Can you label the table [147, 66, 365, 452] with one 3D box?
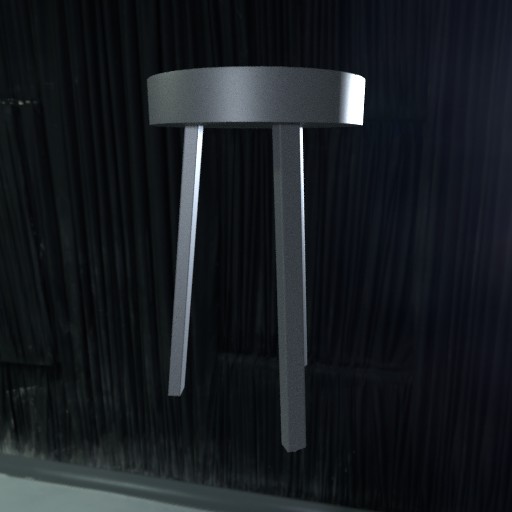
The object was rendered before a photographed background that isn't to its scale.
[{"bbox_3d":[0.000,0.000,0.937,0.406,0.686,0.406,2,15,7],"label":"table"}]
